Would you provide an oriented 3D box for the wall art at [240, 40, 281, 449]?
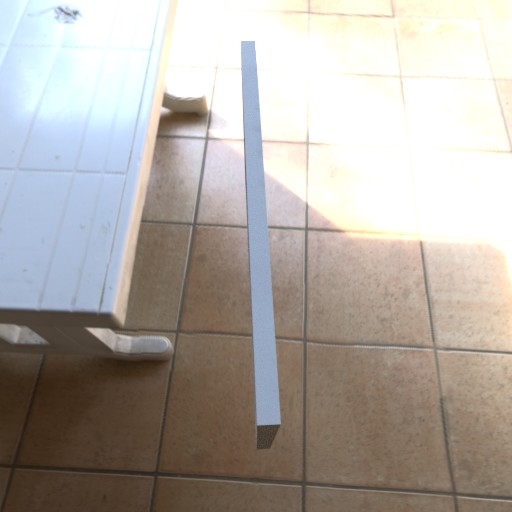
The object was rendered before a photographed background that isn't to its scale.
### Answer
[{"bbox_3d":[0.000,0.000,1.187,0.038,0.610,0.915,-2,63,-1],"label":"wall art"}]
